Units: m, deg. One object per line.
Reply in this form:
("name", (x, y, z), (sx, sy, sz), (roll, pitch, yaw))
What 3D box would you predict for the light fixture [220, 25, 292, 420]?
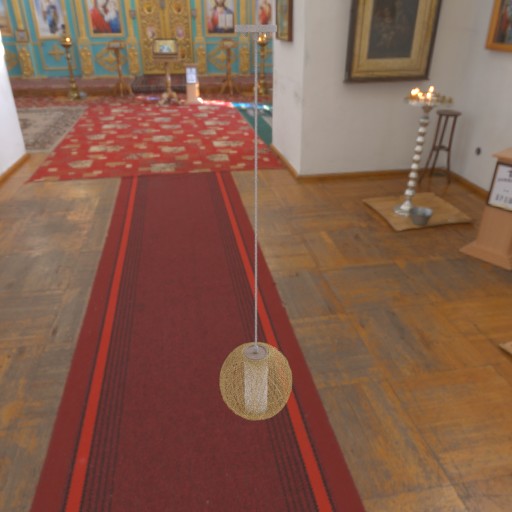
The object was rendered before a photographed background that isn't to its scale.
("light fixture", (0.000, 0.000, 2.116), (0.406, 1.955, 0.407), (18, 32, 31))
